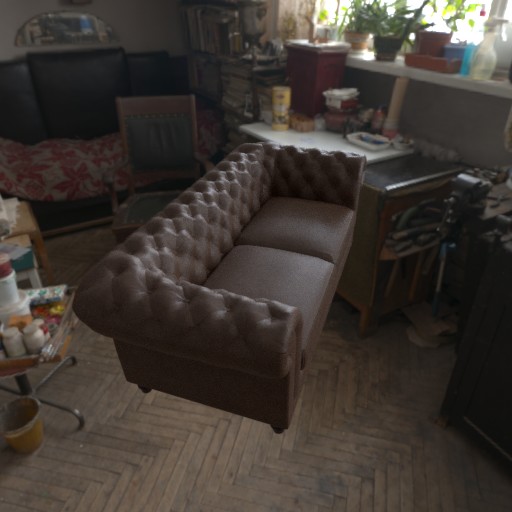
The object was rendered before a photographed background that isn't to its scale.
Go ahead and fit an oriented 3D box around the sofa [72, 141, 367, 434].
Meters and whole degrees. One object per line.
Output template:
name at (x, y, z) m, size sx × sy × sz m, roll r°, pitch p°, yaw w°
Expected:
sofa at (0.000, 0.000, 2.567) m, size 0.955 × 0.784 × 2.048 m, roll 11°, pitch 34°, yaw 17°
